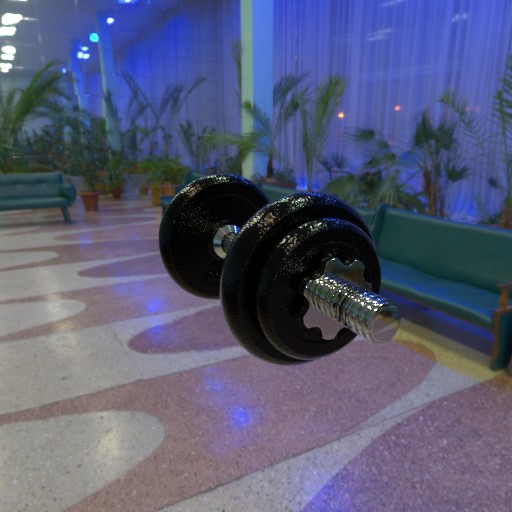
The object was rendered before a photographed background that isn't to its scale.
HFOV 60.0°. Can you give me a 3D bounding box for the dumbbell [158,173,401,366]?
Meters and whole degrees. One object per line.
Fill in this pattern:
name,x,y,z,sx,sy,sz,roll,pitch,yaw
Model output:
dumbbell,0.000,0.000,0.602,0.202,0.202,0.497,-8,18,-26
